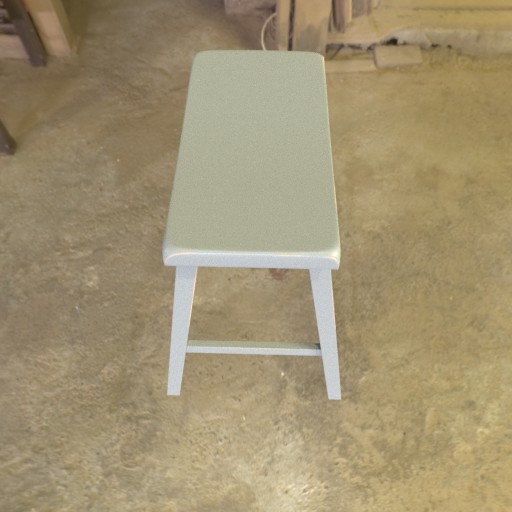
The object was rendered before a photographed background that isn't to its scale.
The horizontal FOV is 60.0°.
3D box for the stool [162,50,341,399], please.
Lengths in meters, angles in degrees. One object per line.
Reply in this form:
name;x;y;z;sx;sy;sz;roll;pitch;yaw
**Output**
stool;0.000;0.000;1.017;0.476;0.737;0.457;1;59;1
